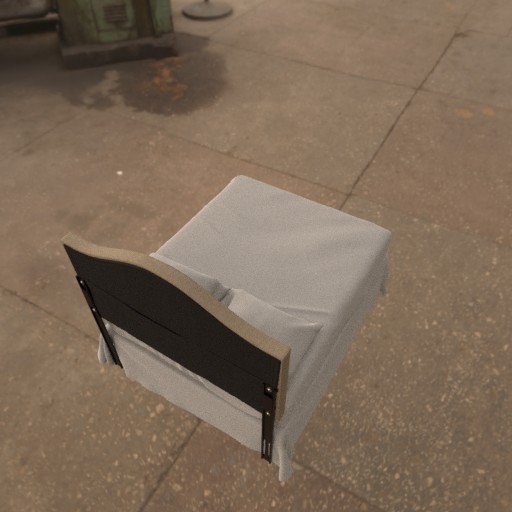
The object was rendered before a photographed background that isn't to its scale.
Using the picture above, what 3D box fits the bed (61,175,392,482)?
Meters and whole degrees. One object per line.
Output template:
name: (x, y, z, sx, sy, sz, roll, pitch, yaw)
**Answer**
bed: (0.000, 0.000, 3.498, 1.876, 1.645, 2.221, 24, 51, 21)
